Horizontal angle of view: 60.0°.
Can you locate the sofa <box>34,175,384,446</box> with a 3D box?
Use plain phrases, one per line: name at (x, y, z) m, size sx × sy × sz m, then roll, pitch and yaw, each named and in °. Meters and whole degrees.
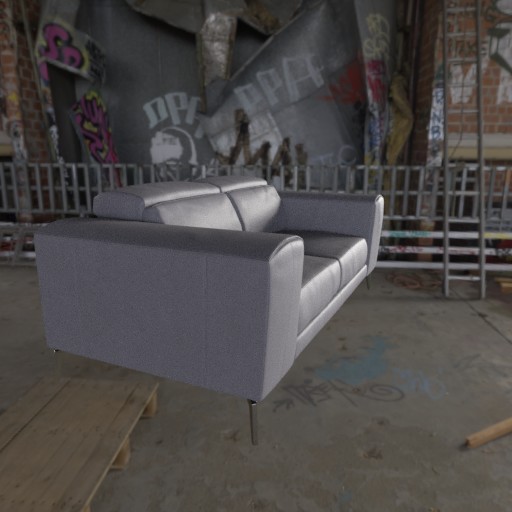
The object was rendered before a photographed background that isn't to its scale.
sofa at (0.000, 0.000, 2.334) m, size 1.003 × 0.779 × 1.895 m, roll 6°, pitch 15°, yaw 25°
